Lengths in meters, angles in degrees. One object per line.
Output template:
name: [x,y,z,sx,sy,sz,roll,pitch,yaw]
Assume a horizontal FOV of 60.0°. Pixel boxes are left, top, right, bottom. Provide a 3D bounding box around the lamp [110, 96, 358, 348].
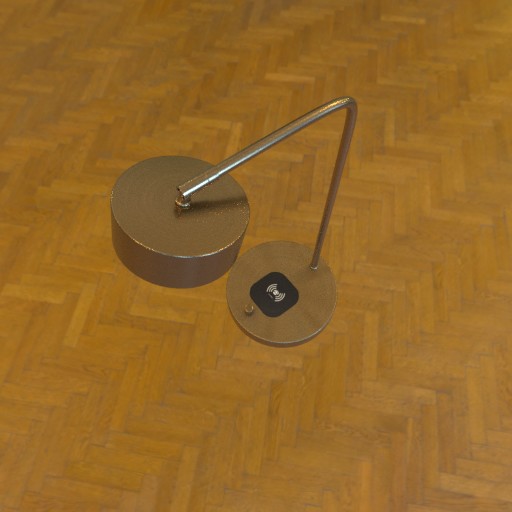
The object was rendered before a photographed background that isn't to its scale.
lamp: [0.000,0.000,0.519,0.270,0.380,0.171,-34,67,-16]
